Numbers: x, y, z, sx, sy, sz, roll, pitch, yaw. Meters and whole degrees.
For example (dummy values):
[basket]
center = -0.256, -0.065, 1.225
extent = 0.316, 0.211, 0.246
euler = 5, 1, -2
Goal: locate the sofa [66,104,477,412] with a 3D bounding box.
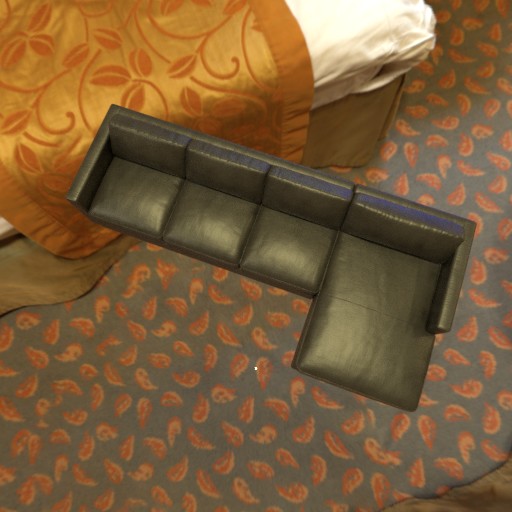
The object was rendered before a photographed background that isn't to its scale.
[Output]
[sofa]
center = 0.000, 0.000, 3.773
extent = 3.203, 0.883, 1.581
euler = 19, 77, 5
